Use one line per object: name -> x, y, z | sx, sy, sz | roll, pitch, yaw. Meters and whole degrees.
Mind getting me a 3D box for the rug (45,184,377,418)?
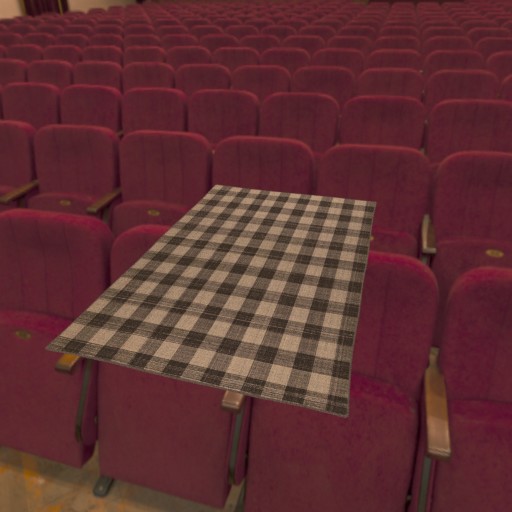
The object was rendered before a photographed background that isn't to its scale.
rug -> 0.000, 0.000, 3.128 | 1.554, 0.011, 2.476 | 8, 31, 14
